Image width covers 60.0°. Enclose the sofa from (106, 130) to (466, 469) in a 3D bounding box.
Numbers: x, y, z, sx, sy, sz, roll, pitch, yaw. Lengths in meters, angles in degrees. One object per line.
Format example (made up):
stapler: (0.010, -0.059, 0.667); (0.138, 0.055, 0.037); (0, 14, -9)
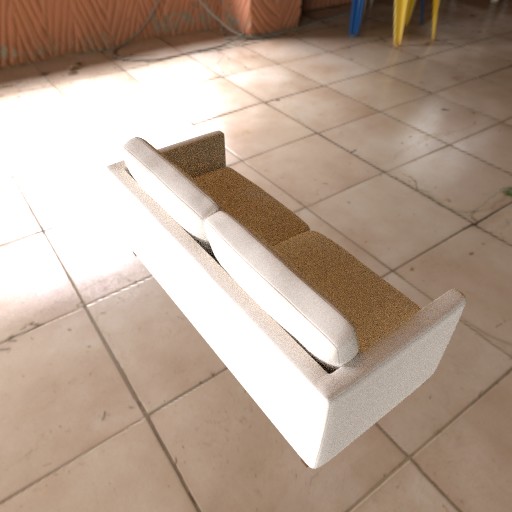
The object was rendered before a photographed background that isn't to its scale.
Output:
sofa: (0.000, 0.000, 2.641); (0.924, 0.933, 2.139); (-26, 48, -26)
